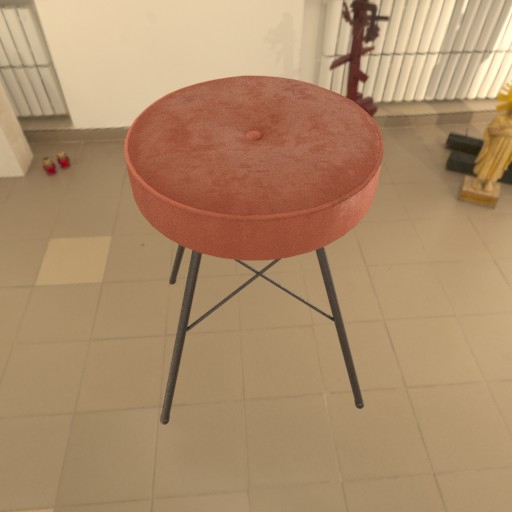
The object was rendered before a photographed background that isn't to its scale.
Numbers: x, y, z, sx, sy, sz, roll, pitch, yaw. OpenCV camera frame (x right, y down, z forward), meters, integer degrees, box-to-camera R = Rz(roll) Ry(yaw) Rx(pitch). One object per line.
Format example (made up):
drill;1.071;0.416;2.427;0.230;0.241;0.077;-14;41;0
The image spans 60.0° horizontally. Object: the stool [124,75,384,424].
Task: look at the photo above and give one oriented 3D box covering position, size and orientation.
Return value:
stool;0.000;0.000;0.908;0.457;0.593;0.421;-3;47;-3
